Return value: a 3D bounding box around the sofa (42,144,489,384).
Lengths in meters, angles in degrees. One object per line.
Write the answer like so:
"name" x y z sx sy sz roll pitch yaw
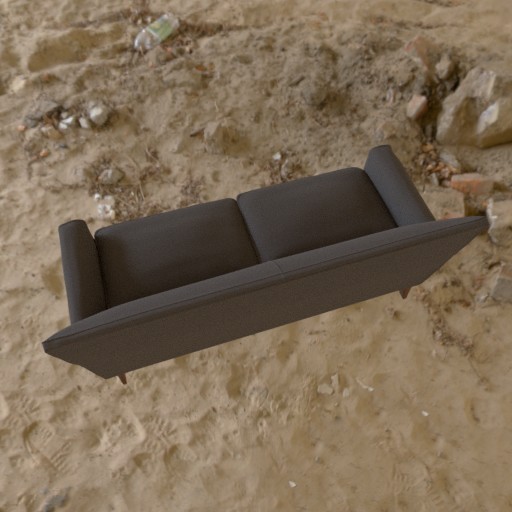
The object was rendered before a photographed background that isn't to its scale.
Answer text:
"sofa" 0.000 0.000 2.450 2.002 0.907 0.843 -15 60 -9
